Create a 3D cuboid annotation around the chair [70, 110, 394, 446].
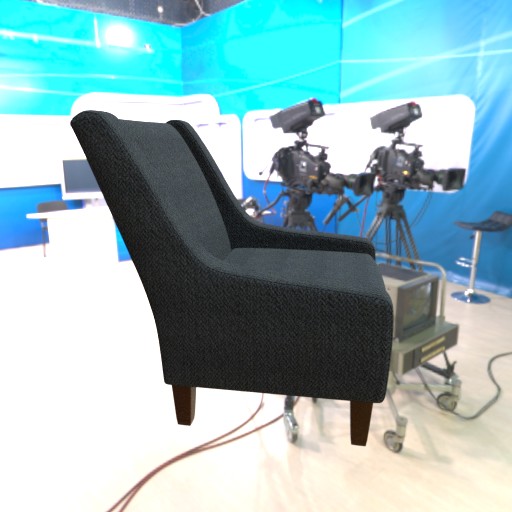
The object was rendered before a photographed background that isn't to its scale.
[{"bbox_3d":[0.000,0.000,1.663,0.944,1.012,0.793,3,15,10],"label":"chair"}]
